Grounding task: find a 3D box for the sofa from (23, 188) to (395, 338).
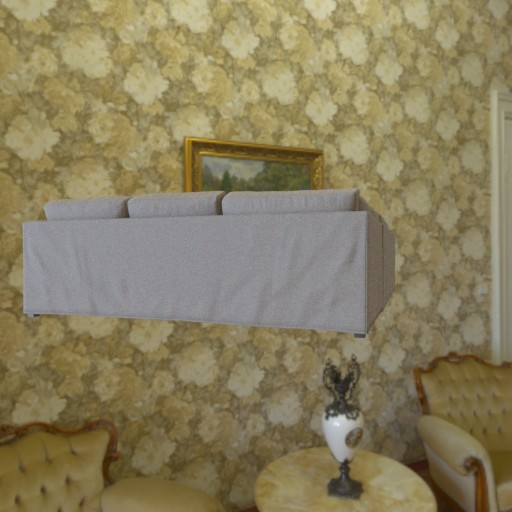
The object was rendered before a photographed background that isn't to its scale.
[{"bbox_3d":[0.000,0.000,4.248,2.432,0.871,3.182,0,0,20],"label":"sofa"}]
